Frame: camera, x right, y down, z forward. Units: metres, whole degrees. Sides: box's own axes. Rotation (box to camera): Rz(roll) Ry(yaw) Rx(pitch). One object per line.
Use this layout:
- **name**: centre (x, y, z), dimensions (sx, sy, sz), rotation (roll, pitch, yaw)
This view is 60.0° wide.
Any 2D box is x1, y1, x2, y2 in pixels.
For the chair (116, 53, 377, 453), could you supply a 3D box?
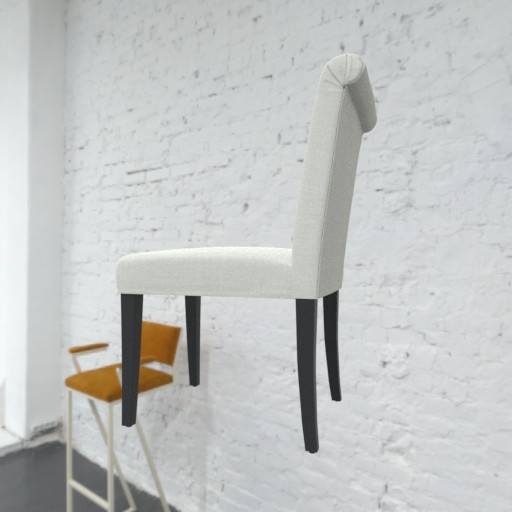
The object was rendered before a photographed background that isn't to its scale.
- **chair**: centre (0.000, 0.000, 1.371), dimensions (0.708, 0.976, 0.452), rotation (0, 0, 19)
